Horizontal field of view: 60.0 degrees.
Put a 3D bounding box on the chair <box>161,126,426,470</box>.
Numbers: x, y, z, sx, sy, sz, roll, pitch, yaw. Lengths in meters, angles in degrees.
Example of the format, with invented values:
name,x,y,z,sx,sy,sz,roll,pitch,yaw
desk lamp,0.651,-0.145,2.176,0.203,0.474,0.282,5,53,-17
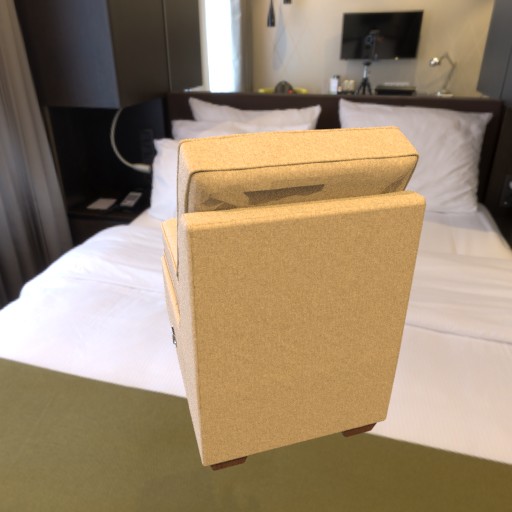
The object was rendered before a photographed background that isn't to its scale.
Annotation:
name,x,y,z,sx,sy,sz,roll,pitch,yaw
chair,0.000,0.000,1.694,0.674,1.058,1.020,-8,27,-15
